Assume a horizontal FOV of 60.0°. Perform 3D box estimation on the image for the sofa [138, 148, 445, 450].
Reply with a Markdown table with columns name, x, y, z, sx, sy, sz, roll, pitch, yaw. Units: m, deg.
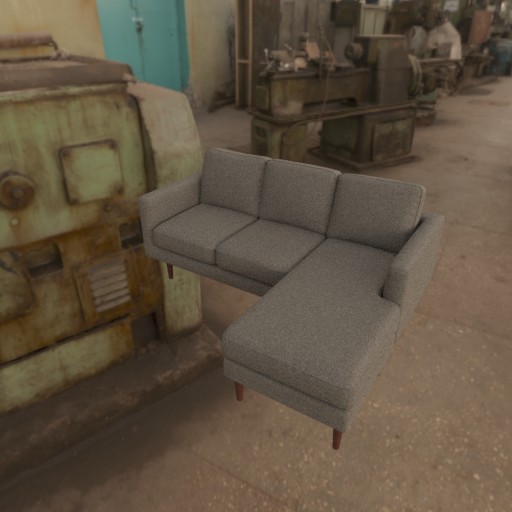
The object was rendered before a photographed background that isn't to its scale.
| name | x | y | z | sx | sy | sz | roll | pitch | yaw |
| --- | --- | --- | --- | --- | --- | --- | --- | --- | --- |
| sofa | 0.000 | 0.000 | 3.023 | 2.055 | 0.957 | 1.667 | 17 | 33 | 28 |
